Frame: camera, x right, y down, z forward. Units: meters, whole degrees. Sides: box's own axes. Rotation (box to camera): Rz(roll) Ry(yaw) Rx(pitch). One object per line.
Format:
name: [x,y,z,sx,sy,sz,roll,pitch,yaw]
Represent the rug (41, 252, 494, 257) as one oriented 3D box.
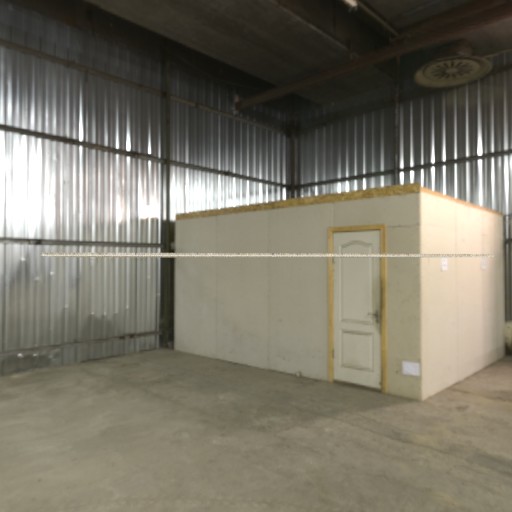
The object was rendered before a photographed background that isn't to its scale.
rug: [0.000,0.000,2.832,2.280,0.015,1.521,0,0,-18]
